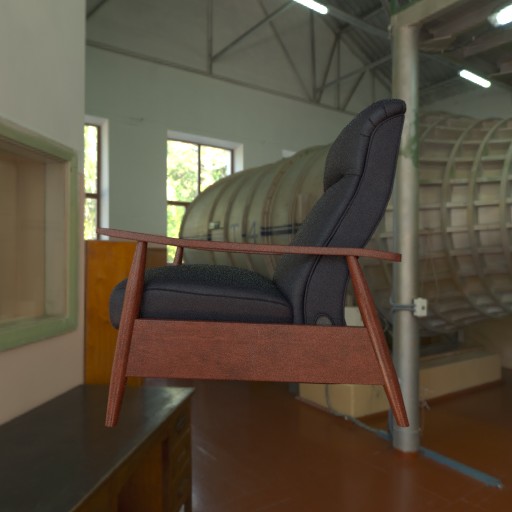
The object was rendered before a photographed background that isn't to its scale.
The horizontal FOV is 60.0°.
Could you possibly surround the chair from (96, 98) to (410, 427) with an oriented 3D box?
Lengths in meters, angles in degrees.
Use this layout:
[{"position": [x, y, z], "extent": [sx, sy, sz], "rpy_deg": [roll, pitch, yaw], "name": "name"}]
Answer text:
[{"position": [0.000, 0.000, 1.769], "extent": [1.014, 1.082, 0.762], "rpy_deg": [0, 0, 0], "name": "chair"}]
